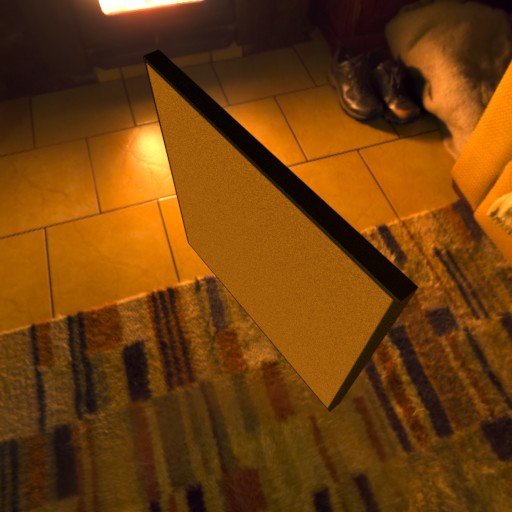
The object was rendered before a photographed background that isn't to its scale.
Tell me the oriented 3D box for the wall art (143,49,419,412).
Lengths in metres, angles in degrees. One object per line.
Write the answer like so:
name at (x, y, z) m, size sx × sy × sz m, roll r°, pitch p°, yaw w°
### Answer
wall art at (0.000, 0.000, 0.778) m, size 0.028 × 0.511 × 0.513 m, roll -34°, pitch 64°, yaw -19°
